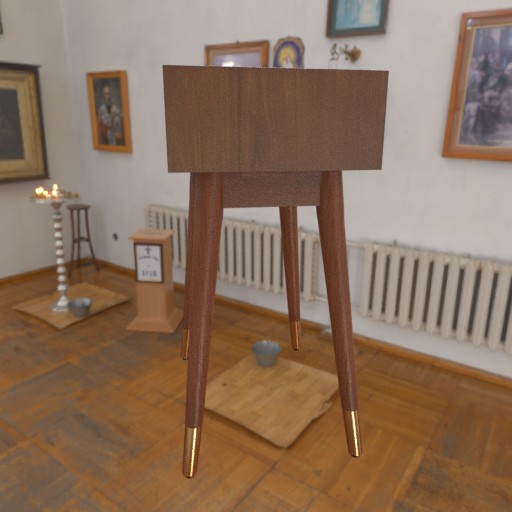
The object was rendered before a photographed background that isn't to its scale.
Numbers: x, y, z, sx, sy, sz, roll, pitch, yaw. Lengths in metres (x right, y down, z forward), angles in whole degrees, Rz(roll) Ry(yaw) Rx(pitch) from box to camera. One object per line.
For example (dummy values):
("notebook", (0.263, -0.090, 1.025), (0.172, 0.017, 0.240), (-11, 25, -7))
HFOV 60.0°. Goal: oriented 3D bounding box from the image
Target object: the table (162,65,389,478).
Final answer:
("table", (0.000, 0.000, 0.824), (0.300, 0.599, 0.406), (-3, 15, -9))
